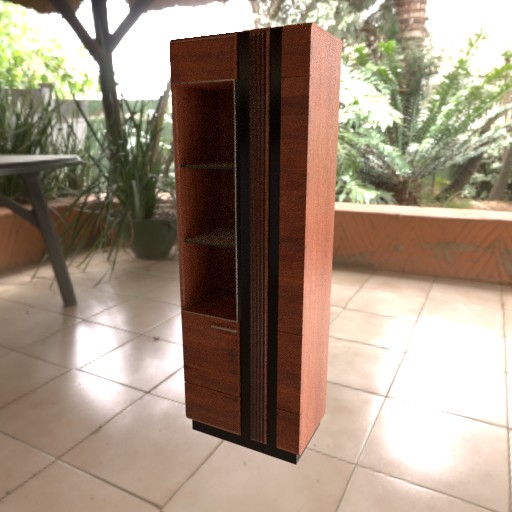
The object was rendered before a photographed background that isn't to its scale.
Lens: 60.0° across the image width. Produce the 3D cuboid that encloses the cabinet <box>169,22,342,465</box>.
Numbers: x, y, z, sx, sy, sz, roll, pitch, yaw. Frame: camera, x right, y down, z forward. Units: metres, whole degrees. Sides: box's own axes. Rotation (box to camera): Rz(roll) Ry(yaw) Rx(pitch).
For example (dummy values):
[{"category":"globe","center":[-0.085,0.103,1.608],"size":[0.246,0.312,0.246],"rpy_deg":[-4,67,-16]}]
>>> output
[{"category":"cabinet","center":[0.000,0.000,2.213],"size":[0.660,1.980,0.420],"rpy_deg":[7,16,26]}]
